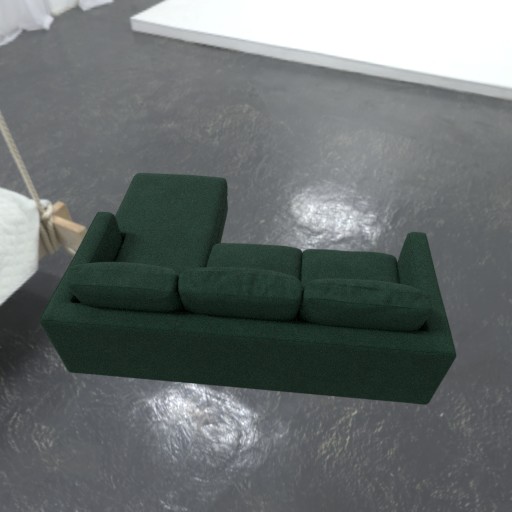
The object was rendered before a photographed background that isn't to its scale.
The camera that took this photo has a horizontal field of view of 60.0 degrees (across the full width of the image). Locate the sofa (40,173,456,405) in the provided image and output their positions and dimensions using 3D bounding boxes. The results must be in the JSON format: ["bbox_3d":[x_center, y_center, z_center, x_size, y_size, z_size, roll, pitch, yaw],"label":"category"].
[{"bbox_3d":[0.000,0.000,2.832,2.030,0.899,1.580,4,46,4],"label":"sofa"}]
